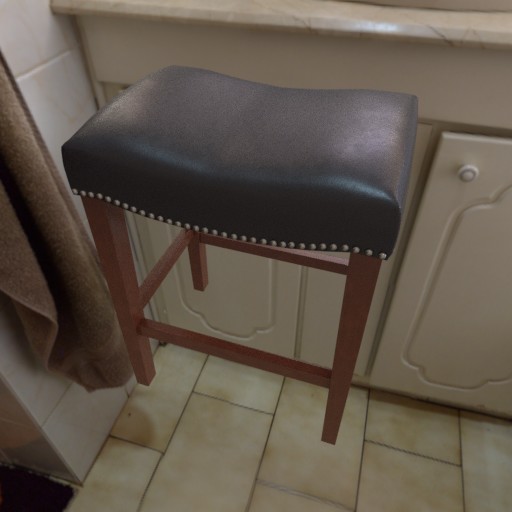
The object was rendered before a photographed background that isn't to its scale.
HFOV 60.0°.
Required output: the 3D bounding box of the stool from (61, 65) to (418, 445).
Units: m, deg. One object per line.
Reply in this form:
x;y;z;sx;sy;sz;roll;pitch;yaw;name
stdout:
0.000;0.000;0.918;0.504;0.654;0.372;13;44;14;stool
